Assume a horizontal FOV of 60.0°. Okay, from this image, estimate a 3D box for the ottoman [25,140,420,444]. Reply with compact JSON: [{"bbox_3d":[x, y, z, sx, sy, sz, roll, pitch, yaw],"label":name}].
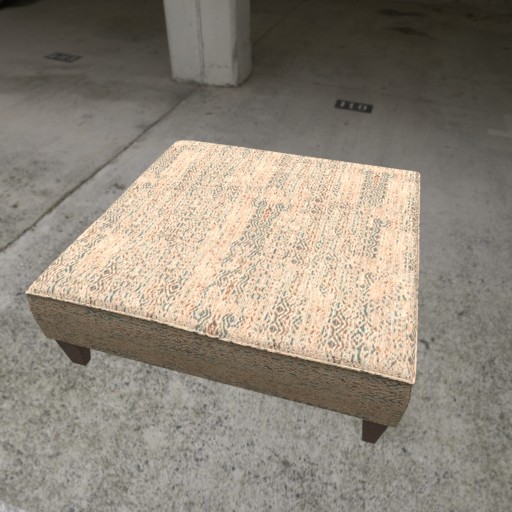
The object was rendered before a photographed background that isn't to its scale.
[{"bbox_3d":[0.000,0.000,1.494,1.004,0.356,0.968,11,41,13],"label":"ottoman"}]
